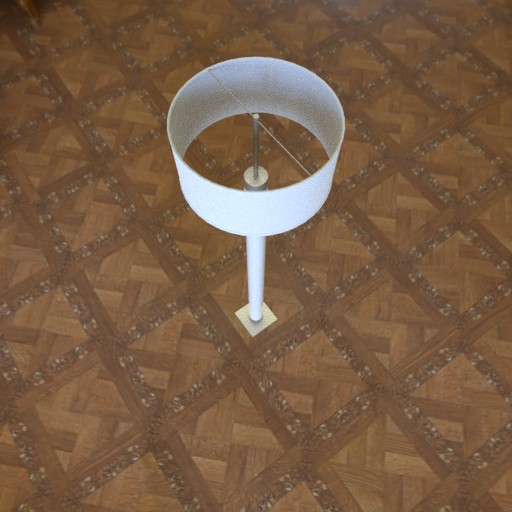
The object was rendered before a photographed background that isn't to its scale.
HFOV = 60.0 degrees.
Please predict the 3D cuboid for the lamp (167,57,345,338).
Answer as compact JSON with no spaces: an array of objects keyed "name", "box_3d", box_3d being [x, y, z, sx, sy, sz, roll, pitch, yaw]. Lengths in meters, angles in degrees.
[{"name":"lamp","box_3d":[0.000,0.000,1.695,0.420,1.475,0.420,-34,68,-15]}]
